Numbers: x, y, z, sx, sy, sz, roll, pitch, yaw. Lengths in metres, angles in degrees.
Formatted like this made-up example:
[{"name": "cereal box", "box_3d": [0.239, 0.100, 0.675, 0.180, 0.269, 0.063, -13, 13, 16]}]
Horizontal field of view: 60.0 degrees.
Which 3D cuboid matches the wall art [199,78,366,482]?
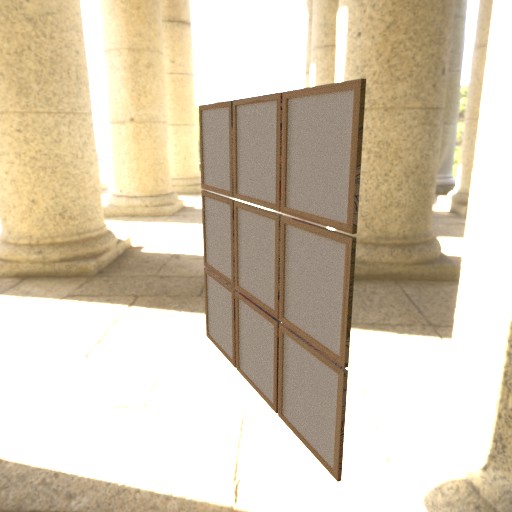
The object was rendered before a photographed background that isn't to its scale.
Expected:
[{"name": "wall art", "box_3d": [0.000, 0.000, 1.344, 0.013, 0.913, 0.904, -8, 17, -26]}]
